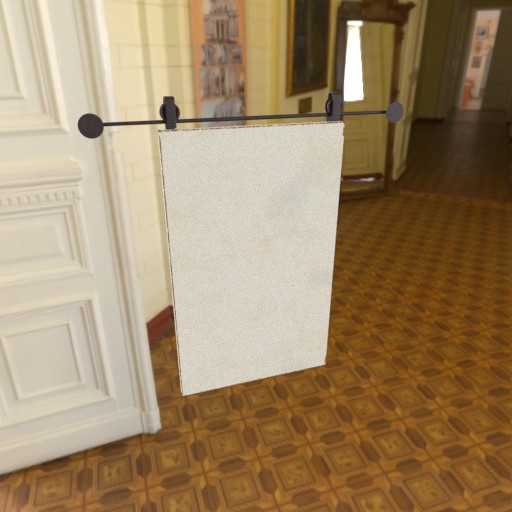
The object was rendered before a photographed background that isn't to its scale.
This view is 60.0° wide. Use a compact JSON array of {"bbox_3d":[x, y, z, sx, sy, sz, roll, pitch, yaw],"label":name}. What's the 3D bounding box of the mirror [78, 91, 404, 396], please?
[{"bbox_3d":[0.000,0.000,1.224,0.808,0.844,0.037,-8,26,-17],"label":"mirror"}]
